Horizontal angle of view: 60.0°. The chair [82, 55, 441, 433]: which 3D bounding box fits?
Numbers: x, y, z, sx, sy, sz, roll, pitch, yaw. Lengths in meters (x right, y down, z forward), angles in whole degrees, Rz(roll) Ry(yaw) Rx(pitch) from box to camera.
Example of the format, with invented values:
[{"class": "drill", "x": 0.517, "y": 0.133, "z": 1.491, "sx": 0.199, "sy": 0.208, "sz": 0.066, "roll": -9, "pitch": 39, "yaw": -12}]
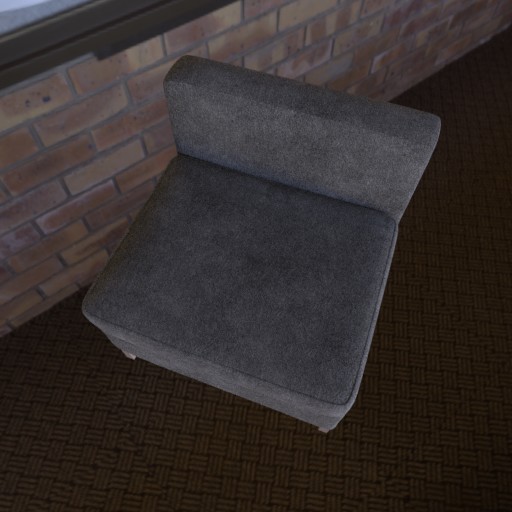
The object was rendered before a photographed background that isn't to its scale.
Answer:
[{"class": "chair", "x": 0.000, "y": 0.000, "z": 1.195, "sx": 0.680, "sy": 0.660, "sz": 0.680, "roll": 18, "pitch": 61, "yaw": 10}]
